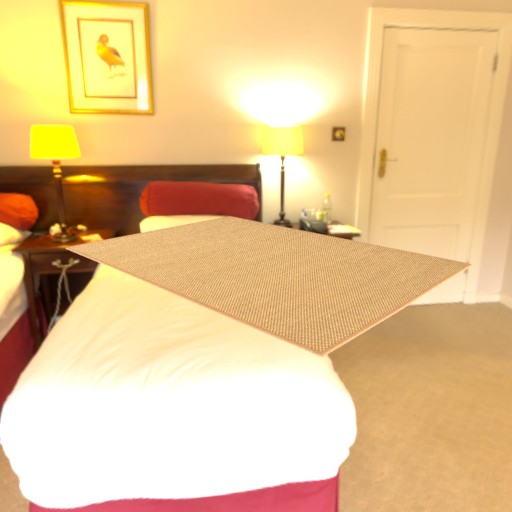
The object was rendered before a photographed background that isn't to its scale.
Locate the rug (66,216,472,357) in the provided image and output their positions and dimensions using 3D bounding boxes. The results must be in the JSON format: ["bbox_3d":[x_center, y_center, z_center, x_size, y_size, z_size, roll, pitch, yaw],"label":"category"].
[{"bbox_3d":[0.000,0.000,2.821,2.134,0.013,1.524,15,22,42],"label":"rug"}]
